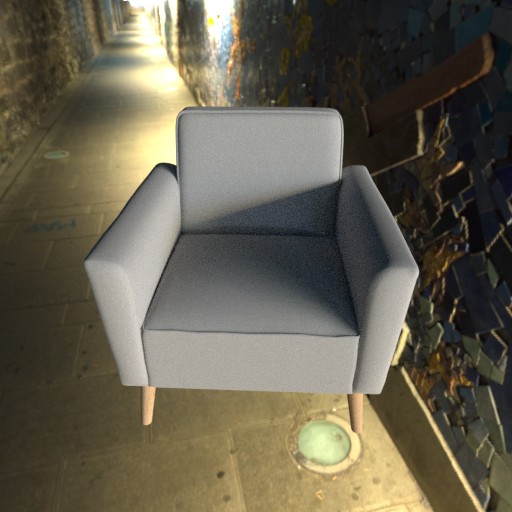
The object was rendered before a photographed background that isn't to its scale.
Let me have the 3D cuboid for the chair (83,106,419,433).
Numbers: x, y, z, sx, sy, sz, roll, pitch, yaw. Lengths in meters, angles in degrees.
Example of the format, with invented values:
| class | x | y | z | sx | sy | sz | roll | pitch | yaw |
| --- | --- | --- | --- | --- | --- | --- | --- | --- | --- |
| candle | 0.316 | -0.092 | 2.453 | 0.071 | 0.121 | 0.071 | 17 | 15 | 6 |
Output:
| class | x | y | z | sx | sy | sz | roll | pitch | yaw |
| --- | --- | --- | --- | --- | --- | --- | --- | --- | --- |
| chair | 0.000 | 0.000 | 1.415 | 0.780 | 0.780 | 0.750 | 1 | 30 | 2 |
